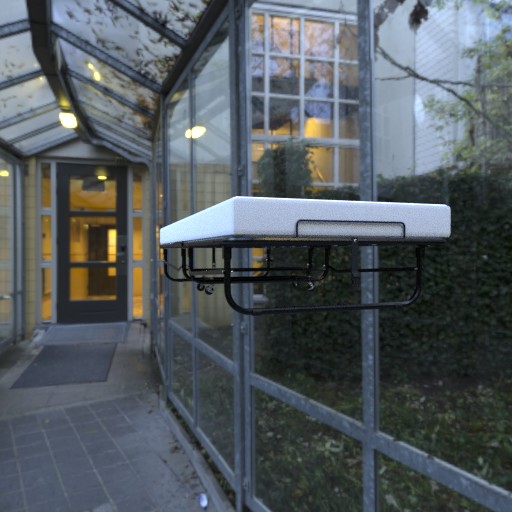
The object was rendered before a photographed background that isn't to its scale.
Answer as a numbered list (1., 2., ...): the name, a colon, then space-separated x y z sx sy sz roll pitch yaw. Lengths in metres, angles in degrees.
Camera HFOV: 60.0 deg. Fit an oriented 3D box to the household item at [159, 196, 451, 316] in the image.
1. household item: 0.000 0.000 2.219 0.787 0.356 1.905 0 1 -18
